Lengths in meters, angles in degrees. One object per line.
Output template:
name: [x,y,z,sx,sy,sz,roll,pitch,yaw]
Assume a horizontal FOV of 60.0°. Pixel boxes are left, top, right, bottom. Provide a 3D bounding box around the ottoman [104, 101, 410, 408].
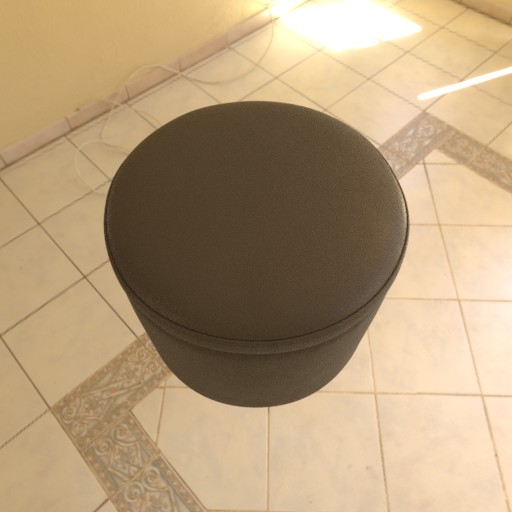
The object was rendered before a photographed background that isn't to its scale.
ottoman: [0.000,0.000,0.868,0.500,0.409,0.500,0,58,0]
